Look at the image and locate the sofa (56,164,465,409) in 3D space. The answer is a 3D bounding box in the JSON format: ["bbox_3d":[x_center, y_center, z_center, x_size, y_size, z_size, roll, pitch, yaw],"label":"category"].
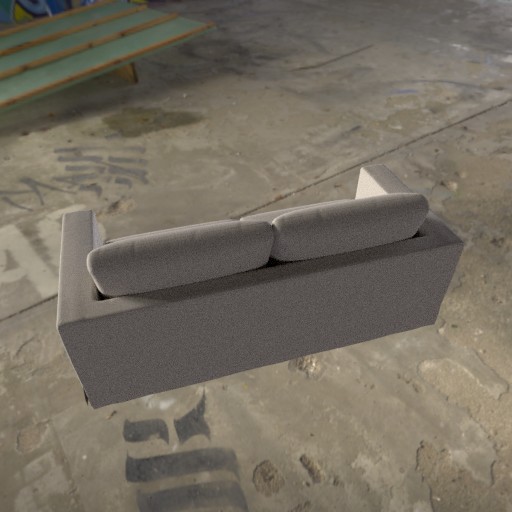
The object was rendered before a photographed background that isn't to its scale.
[{"bbox_3d":[0.000,0.000,2.673,2.163,0.881,0.954,-11,42,-12],"label":"sofa"}]
